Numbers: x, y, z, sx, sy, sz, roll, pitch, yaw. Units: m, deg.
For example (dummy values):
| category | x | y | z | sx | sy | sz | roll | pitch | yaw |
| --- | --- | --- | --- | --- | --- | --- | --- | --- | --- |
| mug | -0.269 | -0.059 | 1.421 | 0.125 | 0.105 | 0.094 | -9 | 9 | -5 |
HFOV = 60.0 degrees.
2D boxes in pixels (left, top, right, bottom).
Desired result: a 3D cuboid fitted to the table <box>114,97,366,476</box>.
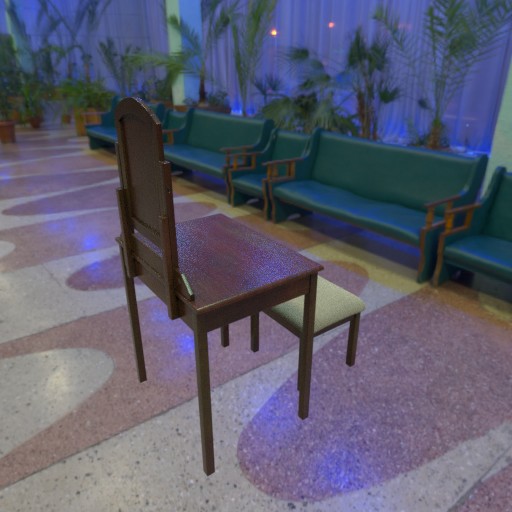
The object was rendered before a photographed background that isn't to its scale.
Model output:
| category | x | y | z | sx | sy | sz | roll | pitch | yaw |
| --- | --- | --- | --- | --- | --- | --- | --- | --- | --- |
| table | 0.000 | 0.000 | 2.316 | 1.211 | 1.631 | 0.876 | -17 | 30 | -32 |
